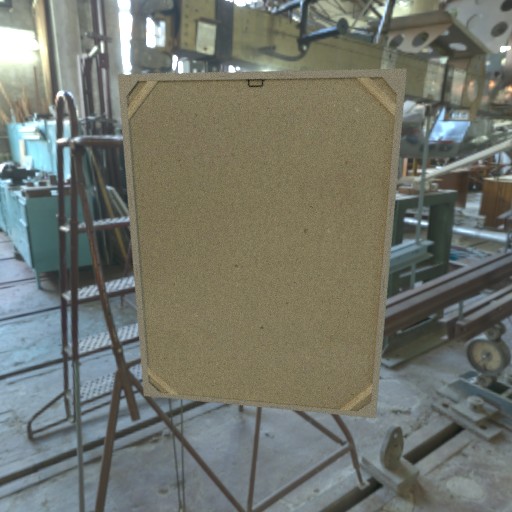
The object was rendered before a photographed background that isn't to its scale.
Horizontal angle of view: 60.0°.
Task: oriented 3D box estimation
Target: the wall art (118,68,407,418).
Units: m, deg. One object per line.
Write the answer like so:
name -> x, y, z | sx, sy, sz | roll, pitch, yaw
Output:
wall art -> 0.000, 0.000, 1.573 | 0.914, 1.212, 0.038 | 3, 17, 9
